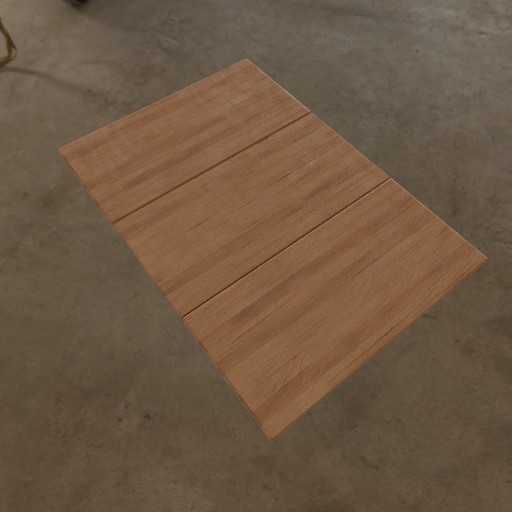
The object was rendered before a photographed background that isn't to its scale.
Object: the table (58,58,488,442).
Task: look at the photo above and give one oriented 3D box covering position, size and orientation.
[{"bbox_3d":[0.000,0.000,1.885,0.900,0.770,1.300,-33,65,-18],"label":"table"}]
